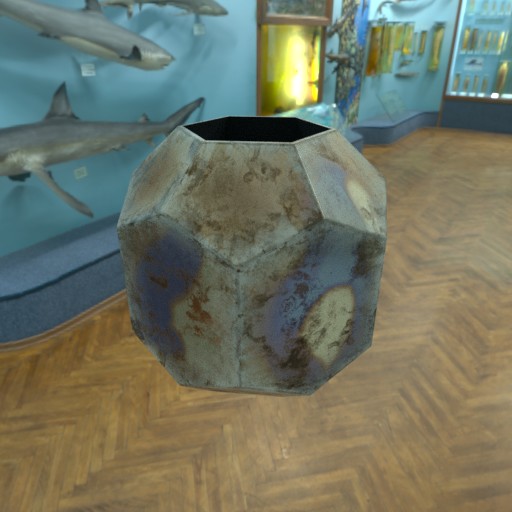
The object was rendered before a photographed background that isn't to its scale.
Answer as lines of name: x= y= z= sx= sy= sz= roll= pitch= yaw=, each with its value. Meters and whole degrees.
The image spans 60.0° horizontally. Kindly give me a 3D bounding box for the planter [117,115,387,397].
planter: x=0.000 y=0.000 z=0.420 sx=0.243 sy=0.238 sz=0.221 roll=18 pitch=32 yaw=32
